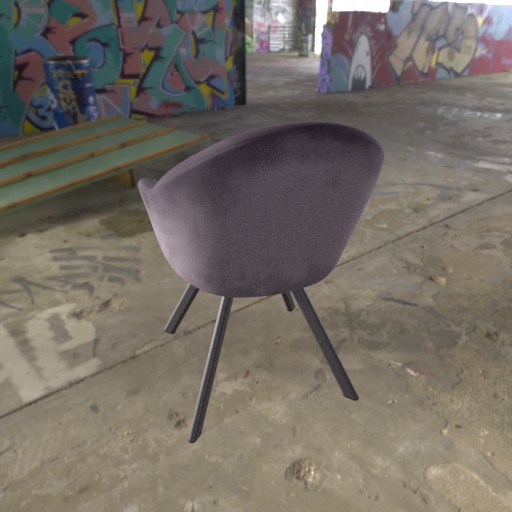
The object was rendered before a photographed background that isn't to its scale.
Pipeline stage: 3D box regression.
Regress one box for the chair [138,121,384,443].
[{"bbox_3d":[0.000,0.000,1.179,0.550,0.795,0.590,-9,29,-16],"label":"chair"}]
